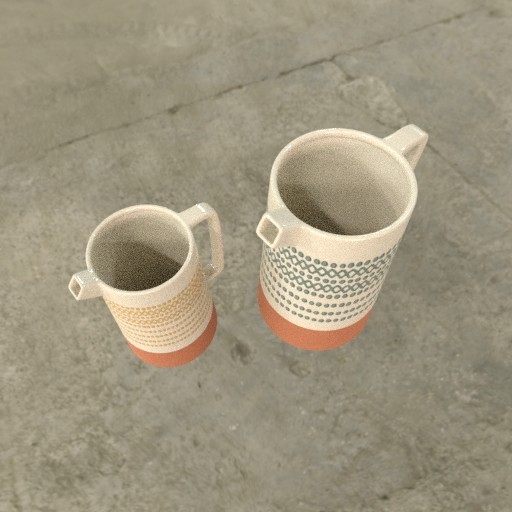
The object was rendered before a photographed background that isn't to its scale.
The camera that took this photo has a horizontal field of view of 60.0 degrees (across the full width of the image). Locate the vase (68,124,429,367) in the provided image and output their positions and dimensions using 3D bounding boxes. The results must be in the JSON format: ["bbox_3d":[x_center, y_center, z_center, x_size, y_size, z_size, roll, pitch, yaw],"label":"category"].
[{"bbox_3d":[0.000,0.000,0.468,0.326,0.247,0.168,0,59,0],"label":"vase"}]
